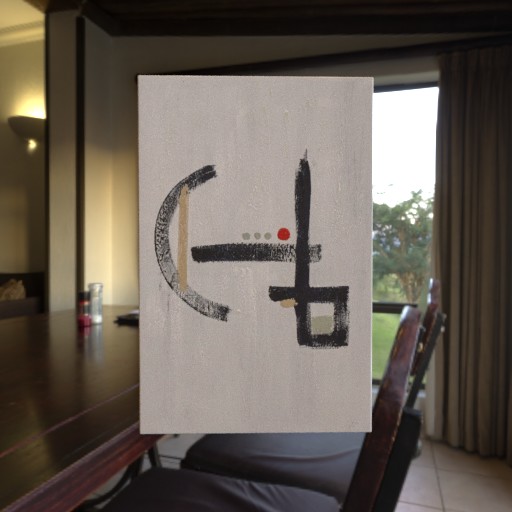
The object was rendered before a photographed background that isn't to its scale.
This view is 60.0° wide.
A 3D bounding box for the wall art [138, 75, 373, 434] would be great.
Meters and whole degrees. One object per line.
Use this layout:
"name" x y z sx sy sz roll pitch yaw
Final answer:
"wall art" 0.000 0.000 1.156 0.602 0.916 0.048 0 1 -1
